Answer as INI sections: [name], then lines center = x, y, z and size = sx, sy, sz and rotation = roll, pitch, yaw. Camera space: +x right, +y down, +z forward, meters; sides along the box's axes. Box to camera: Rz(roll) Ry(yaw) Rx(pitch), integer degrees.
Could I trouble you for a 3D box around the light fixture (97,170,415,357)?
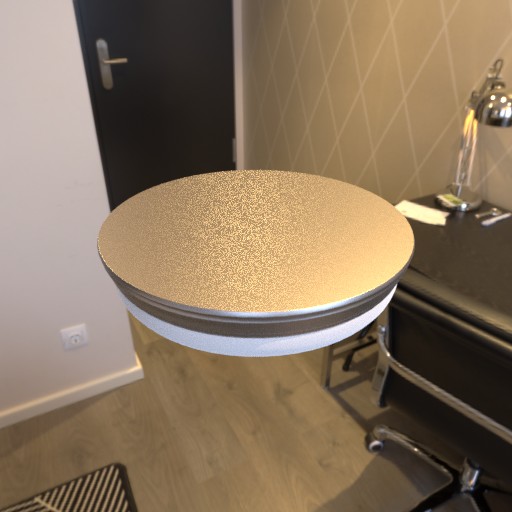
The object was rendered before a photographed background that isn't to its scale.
[light fixture]
center = 0.000, 0.000, 0.560
size = 0.368, 0.100, 0.368
rotation = 0, 30, 0
